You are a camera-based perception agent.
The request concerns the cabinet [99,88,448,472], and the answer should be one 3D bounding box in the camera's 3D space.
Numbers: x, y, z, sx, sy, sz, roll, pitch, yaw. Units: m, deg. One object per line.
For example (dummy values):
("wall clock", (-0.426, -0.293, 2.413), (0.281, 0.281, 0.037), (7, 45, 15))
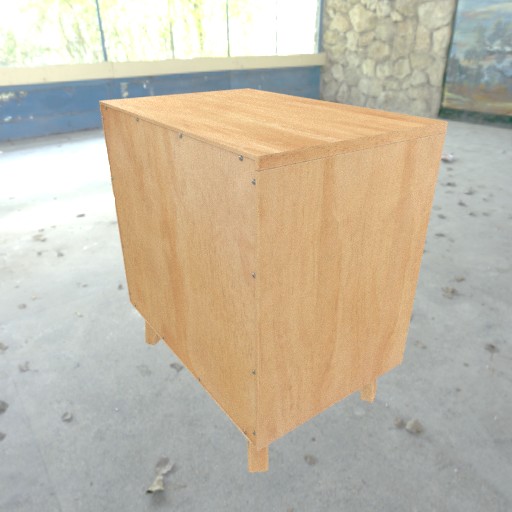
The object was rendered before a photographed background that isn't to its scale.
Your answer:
("cabinet", (0.000, 0.000, 0.943), (0.394, 0.599, 0.551), (-18, 32, -31))
